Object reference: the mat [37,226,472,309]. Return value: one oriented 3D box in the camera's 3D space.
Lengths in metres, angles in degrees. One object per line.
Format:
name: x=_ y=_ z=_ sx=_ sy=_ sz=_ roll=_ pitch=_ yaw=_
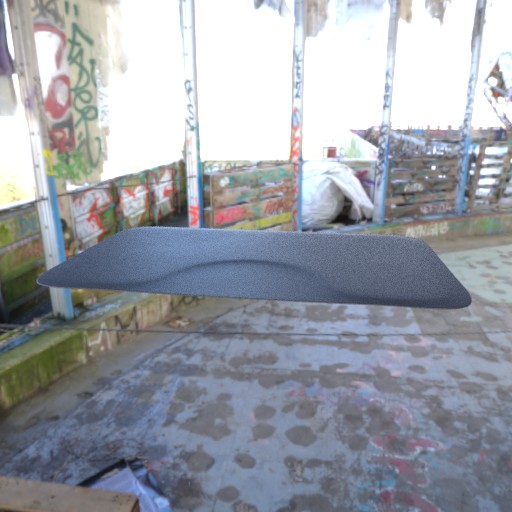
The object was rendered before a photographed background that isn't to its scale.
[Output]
mat: x=0.000 y=0.000 z=1.870 sx=1.524 sy=0.013 sz=0.918 roll=2 pitch=17 yaw=8
